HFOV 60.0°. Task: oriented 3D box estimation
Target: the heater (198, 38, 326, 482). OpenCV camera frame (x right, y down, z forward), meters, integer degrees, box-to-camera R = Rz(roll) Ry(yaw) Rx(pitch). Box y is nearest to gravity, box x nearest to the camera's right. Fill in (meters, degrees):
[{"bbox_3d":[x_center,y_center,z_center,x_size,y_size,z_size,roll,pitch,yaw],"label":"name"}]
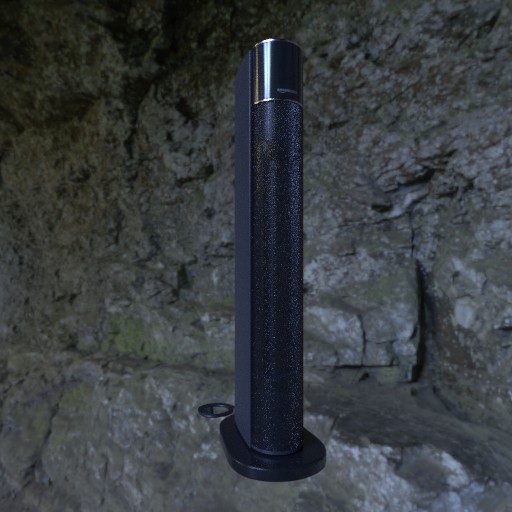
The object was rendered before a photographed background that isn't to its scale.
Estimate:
[{"bbox_3d":[0.000,0.000,1.047,0.214,0.856,0.458,0,0,-17],"label":"heater"}]
